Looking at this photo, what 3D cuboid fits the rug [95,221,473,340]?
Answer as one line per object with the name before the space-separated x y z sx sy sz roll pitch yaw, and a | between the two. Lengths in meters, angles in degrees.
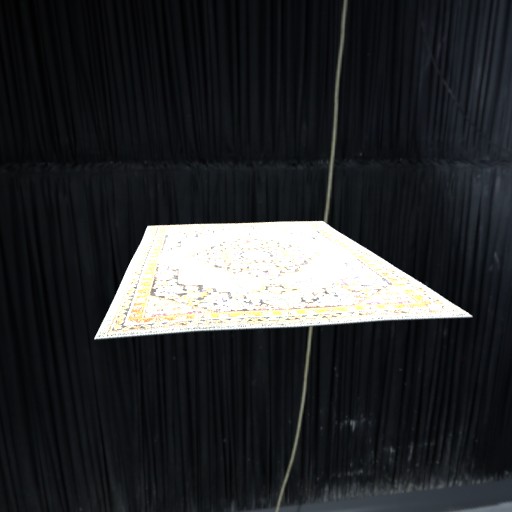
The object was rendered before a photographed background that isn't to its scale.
rug | 0.000 0.000 3.723 2.043 0.026 2.901 -2 15 -8
